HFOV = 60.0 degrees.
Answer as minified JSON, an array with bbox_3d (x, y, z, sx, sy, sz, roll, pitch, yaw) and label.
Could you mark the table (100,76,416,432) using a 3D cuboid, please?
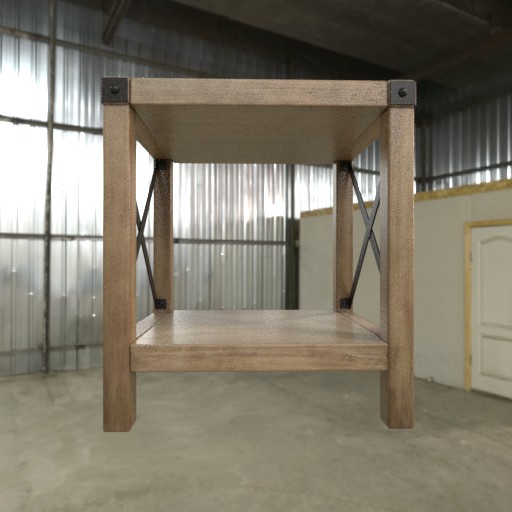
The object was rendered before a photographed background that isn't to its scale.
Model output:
[{"bbox_3d":[0.000,0.000,0.916,0.510,0.561,0.459,0,0,-2],"label":"table"}]
